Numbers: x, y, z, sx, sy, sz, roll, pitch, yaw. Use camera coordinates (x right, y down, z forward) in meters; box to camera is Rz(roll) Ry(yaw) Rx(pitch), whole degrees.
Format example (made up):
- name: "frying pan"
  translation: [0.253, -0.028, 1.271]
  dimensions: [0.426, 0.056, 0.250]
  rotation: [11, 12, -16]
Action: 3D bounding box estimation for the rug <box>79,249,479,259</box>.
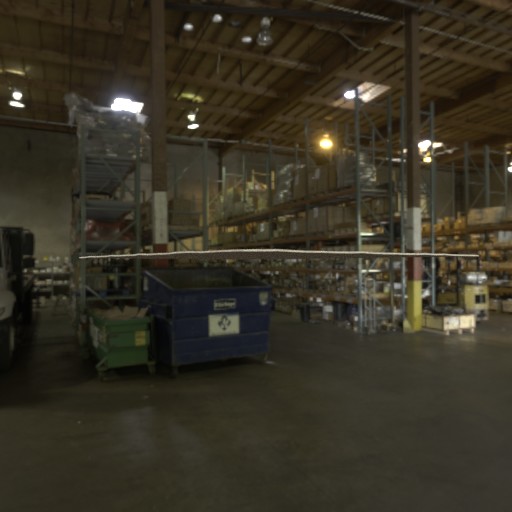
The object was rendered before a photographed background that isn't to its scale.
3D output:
- name: "rug"
  translation: [0.000, 0.000, 3.384]
  dimensions: [1.964, 0.025, 2.455]
  rotation: [1, -1, -37]
